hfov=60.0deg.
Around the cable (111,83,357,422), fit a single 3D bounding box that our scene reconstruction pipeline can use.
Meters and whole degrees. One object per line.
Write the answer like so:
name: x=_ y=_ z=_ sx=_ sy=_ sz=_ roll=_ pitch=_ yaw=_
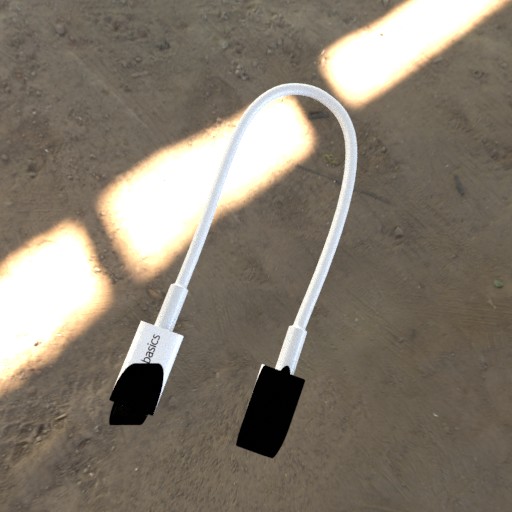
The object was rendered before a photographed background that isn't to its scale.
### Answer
cable: x=0.000 y=0.000 z=0.108 sx=0.040 sy=0.006 sz=0.098 roll=19 pitch=77 yaw=4
